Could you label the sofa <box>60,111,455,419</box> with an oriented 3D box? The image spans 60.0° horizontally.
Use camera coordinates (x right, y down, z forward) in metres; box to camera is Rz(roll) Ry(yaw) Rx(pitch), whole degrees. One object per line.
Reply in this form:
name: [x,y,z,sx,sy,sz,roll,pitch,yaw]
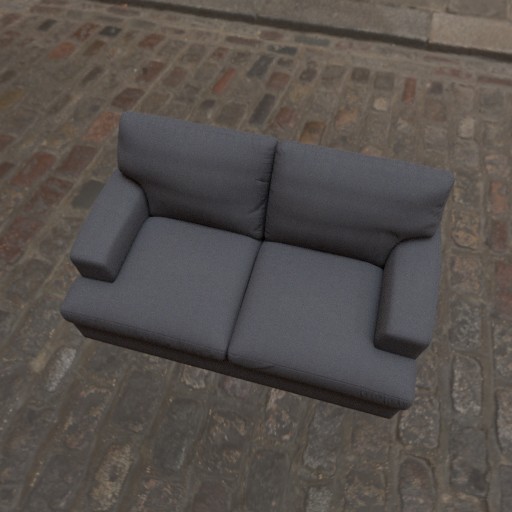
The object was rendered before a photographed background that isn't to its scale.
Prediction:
sofa: [0.000,0.000,2.399,1.880,0.940,1.143,13,58,8]
